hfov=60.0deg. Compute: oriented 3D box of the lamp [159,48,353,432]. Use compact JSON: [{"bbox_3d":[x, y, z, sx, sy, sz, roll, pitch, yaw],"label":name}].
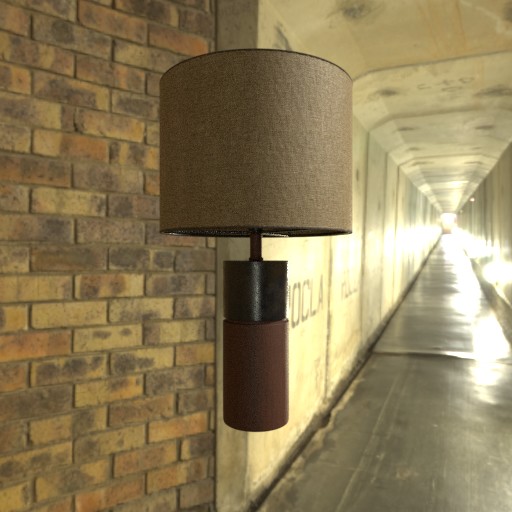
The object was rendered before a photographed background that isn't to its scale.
[{"bbox_3d":[0.000,0.000,0.474,0.202,0.350,0.202,0,0,0],"label":"lamp"}]
